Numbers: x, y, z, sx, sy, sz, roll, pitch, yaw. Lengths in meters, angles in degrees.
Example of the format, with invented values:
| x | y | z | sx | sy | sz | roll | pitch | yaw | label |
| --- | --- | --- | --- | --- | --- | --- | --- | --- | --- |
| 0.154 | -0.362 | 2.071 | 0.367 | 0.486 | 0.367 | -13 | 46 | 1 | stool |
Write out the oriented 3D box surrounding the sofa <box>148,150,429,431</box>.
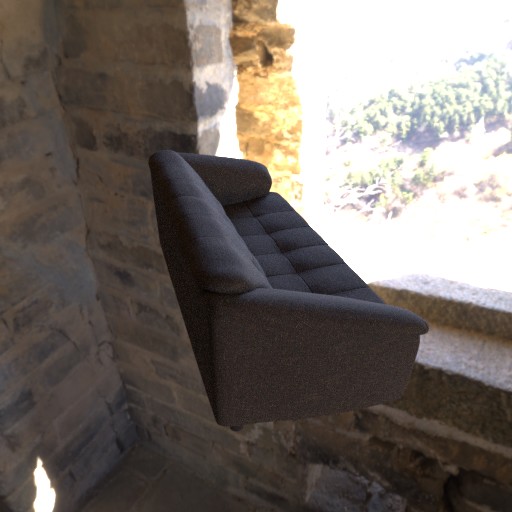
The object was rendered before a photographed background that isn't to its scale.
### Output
| x | y | z | sx | sy | sz | roll | pitch | yaw | label |
| --- | --- | --- | --- | --- | --- | --- | --- | --- | --- |
| 0.000 | 0.000 | 2.327 | 0.887 | 0.790 | 1.849 | -10 | 33 | -16 | sofa |
